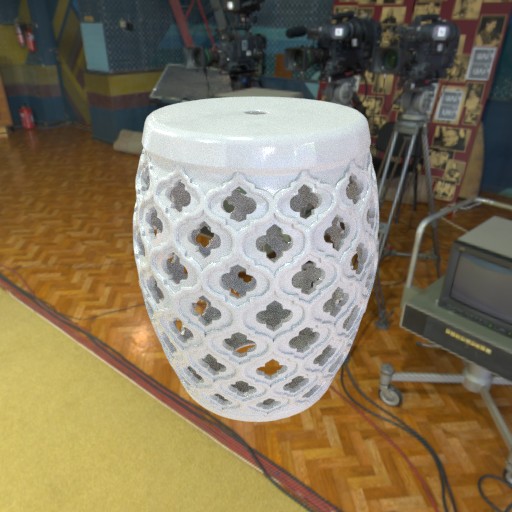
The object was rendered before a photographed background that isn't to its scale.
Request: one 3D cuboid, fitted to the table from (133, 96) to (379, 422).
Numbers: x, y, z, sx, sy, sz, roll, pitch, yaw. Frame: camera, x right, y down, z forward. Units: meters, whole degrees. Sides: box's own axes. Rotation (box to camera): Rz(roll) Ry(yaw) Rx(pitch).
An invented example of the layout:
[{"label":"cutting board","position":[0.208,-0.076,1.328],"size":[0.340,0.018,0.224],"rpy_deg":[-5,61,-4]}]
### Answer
[{"label":"table","position":[0.000,0.000,0.619],"size":[0.325,0.388,0.325],"rpy_deg":[0,28,0]}]
